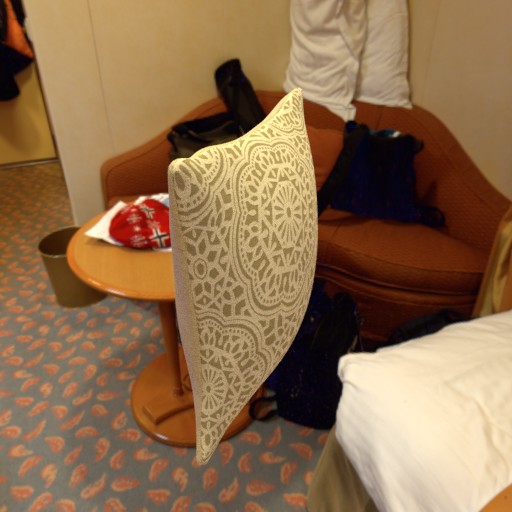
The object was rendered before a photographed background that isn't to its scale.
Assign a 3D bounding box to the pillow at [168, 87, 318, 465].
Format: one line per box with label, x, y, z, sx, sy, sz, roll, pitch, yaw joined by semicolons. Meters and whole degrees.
pillow;0.000;0.000;0.663;0.167;0.421;0.438;10;31;17
